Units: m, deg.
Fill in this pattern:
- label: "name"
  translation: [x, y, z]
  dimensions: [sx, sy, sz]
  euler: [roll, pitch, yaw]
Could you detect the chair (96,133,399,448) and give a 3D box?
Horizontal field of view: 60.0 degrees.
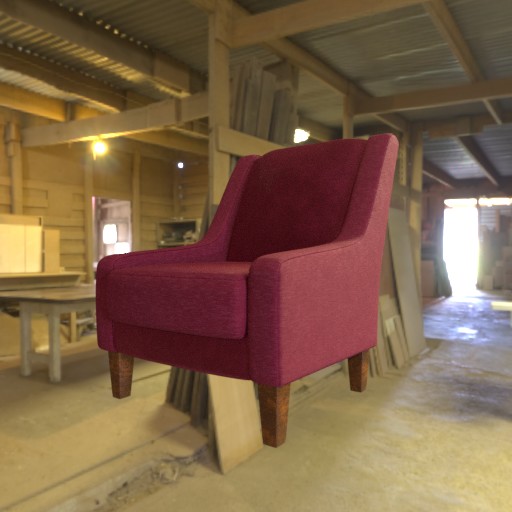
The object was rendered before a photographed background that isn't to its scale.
- label: "chair"
  translation: [0.000, 0.000, 1.702]
  dimensions: [0.793, 1.017, 0.985]
  euler: [0, 1, 36]
